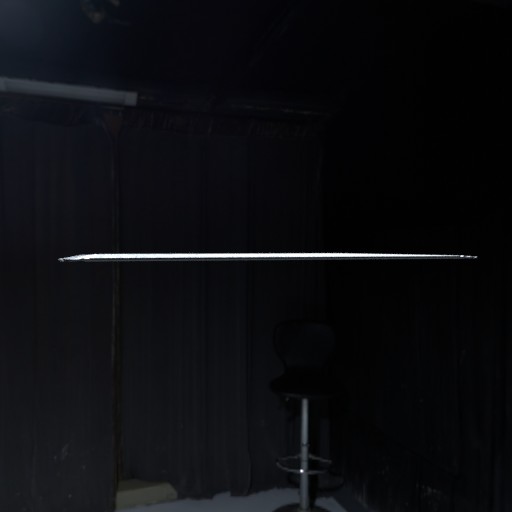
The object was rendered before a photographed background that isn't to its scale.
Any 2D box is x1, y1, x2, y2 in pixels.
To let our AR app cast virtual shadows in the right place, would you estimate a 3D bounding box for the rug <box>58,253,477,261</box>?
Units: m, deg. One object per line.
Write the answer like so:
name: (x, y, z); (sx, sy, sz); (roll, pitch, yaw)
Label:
rug: (0.000, 0.000, 2.430); (1.872, 0.013, 1.243); (0, 1, -18)
